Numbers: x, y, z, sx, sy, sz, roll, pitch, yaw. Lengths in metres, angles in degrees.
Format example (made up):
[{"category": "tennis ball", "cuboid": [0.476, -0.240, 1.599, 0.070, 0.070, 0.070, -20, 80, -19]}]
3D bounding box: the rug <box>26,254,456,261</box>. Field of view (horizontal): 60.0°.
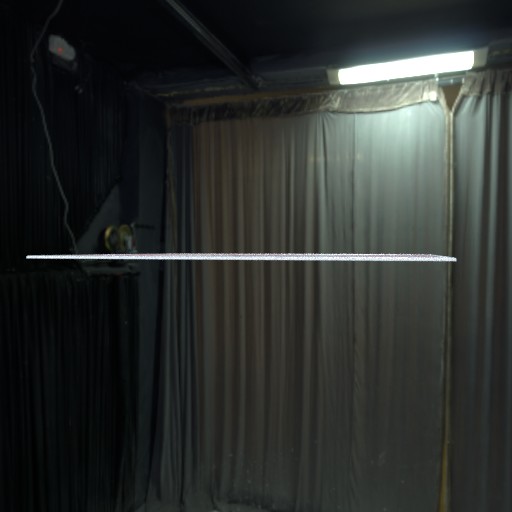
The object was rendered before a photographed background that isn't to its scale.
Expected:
[{"category": "rug", "cuboid": [0.000, 0.000, 2.265, 1.747, 0.011, 1.217, 0, 1, 18]}]
